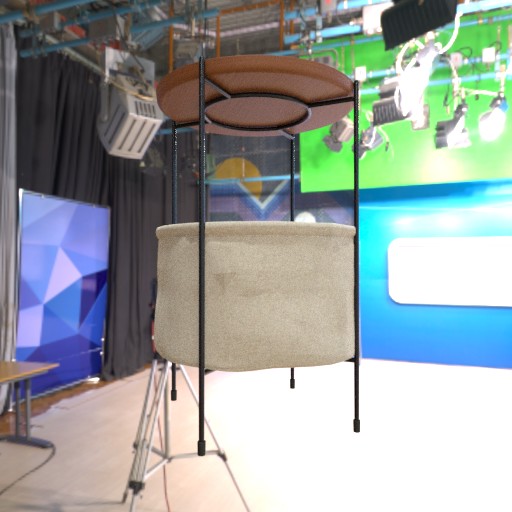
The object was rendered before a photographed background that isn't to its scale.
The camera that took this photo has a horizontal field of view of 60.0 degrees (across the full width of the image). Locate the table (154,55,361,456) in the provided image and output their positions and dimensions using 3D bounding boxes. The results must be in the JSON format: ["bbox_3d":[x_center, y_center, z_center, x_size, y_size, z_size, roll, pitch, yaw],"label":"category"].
[{"bbox_3d":[0.000,0.000,0.872,0.393,0.623,0.393,0,0,-19],"label":"table"}]
